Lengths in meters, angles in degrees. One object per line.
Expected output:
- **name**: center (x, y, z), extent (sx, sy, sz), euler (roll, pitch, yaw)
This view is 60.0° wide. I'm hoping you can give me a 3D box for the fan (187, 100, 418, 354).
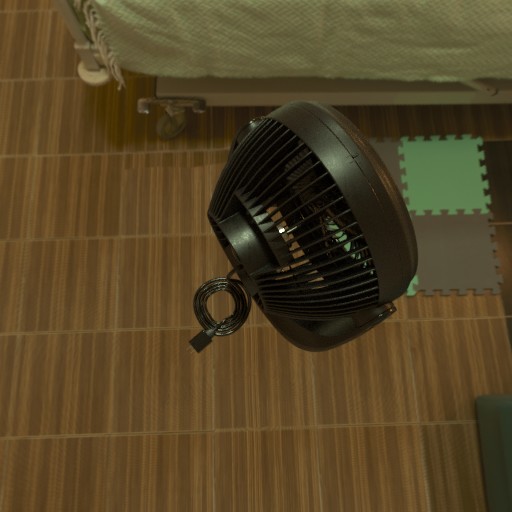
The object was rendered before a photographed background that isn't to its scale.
- **fan**: center (0.000, 0.000, 0.489), extent (0.256, 0.277, 0.273), euler (-30, 77, -8)
